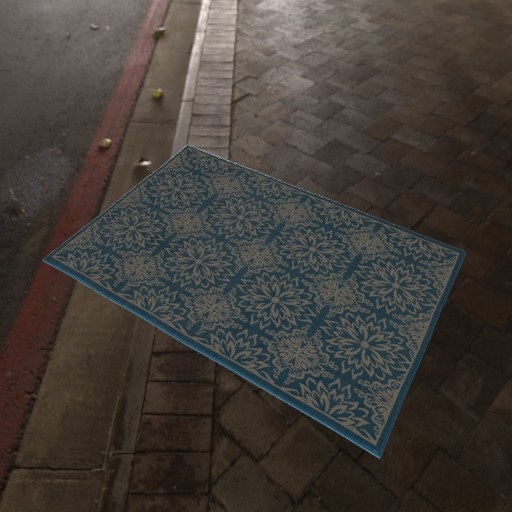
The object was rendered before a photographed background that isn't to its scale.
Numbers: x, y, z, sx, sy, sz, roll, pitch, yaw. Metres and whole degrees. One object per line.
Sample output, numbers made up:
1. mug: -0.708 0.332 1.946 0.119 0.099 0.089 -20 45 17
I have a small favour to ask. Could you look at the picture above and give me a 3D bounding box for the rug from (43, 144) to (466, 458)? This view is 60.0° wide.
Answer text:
1. rug: 0.000 0.000 2.294 1.833 0.012 1.211 25 53 21
